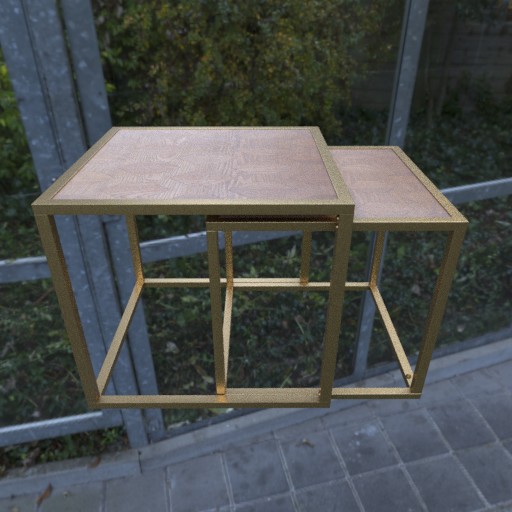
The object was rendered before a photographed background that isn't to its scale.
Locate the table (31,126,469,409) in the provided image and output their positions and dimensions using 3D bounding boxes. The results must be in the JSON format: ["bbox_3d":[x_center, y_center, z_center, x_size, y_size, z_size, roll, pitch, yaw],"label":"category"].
[{"bbox_3d":[0.000,0.000,1.092,0.762,0.505,0.505,0,31,0],"label":"table"}]
